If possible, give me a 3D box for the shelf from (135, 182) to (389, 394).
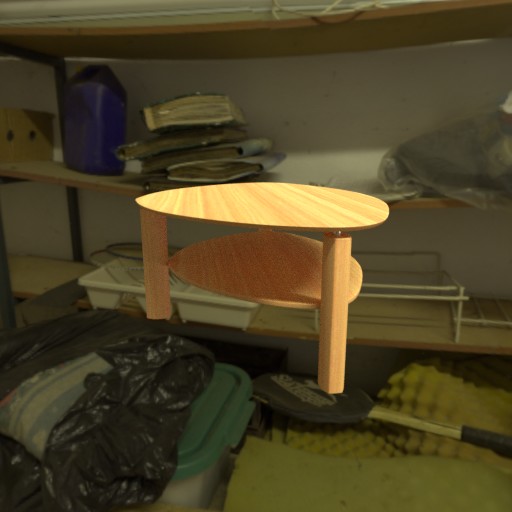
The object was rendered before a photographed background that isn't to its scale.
[{"bbox_3d":[0.000,0.000,1.652,0.845,0.440,1.246,-2,14,-8],"label":"shelf"}]
